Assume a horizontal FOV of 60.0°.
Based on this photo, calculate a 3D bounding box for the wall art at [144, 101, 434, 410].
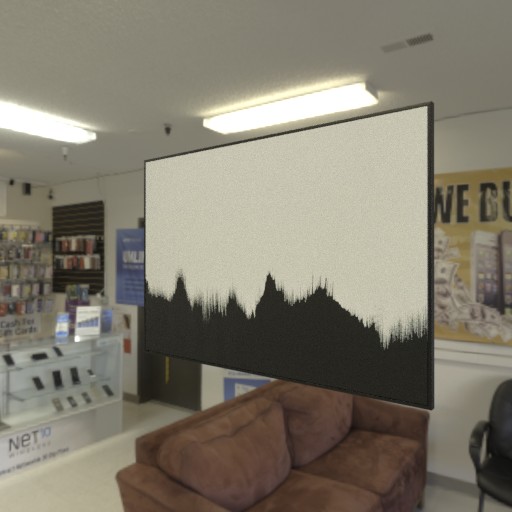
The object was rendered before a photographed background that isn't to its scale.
[{"bbox_3d":[0.000,0.000,1.243,0.957,0.660,0.019,0,0,37],"label":"wall art"}]
